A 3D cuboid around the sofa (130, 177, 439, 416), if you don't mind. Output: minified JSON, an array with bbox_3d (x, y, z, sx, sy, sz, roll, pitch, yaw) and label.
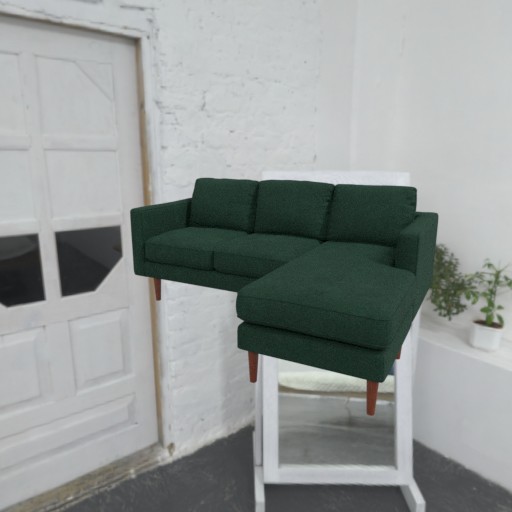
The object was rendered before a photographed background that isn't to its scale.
[{"bbox_3d":[0.000,0.000,2.876,2.030,0.899,1.580,7,16,27],"label":"sofa"}]
